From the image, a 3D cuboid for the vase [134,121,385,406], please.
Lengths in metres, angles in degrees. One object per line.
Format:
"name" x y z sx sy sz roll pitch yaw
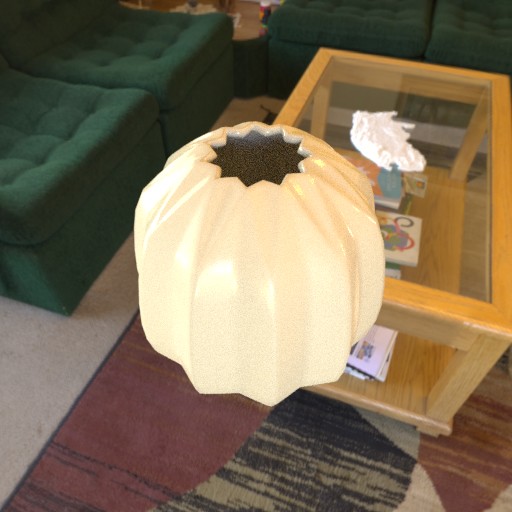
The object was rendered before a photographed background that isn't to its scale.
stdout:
"vase" 0.000 0.000 0.244 0.139 0.134 0.139 0 47 0
